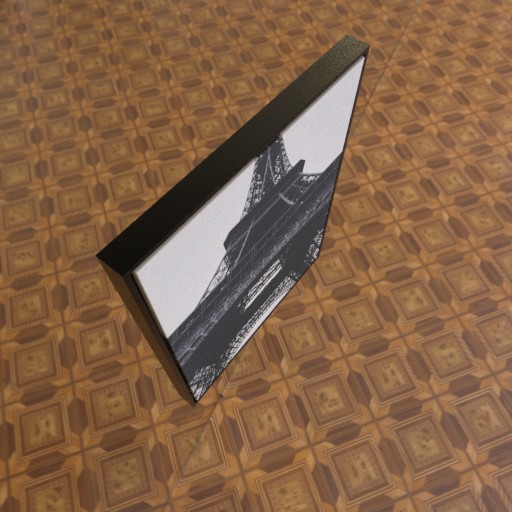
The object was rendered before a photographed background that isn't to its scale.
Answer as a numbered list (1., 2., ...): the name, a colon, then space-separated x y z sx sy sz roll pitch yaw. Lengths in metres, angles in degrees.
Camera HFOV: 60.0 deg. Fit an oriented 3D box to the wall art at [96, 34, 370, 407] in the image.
1. wall art: 0.000 0.000 0.748 0.039 0.553 0.451 34 65 19
